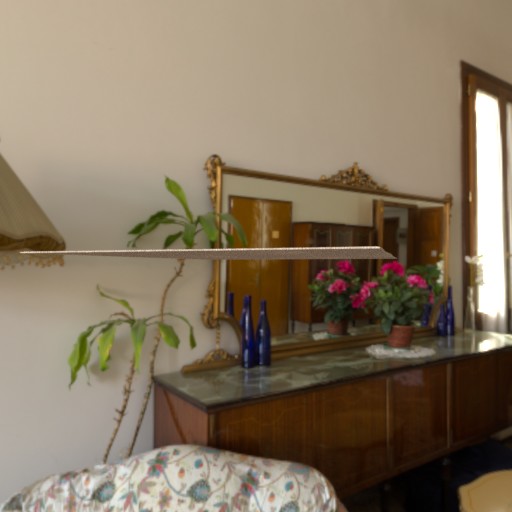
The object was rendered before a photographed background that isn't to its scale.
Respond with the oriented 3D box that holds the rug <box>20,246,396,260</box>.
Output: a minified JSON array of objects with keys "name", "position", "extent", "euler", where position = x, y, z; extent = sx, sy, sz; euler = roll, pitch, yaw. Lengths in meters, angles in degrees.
[{"name":"rug","position":[0.000,0.000,4.099],"extent":[2.406,0.012,3.034],"euler":[0,-1,19]}]
